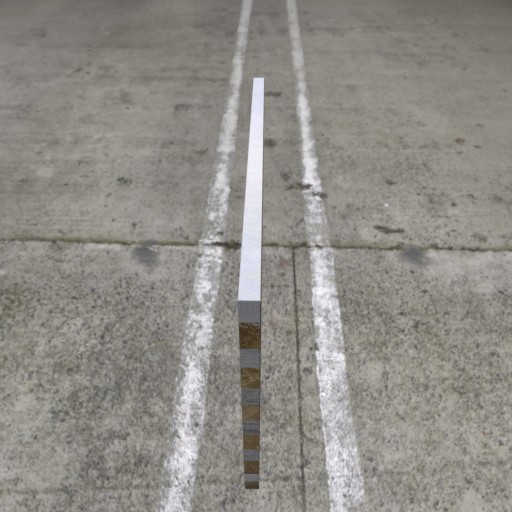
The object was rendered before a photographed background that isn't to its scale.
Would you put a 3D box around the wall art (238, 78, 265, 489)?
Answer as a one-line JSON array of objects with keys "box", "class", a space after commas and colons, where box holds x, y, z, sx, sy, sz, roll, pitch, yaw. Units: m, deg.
[{"box": [0.000, 0.000, 1.447, 0.041, 0.762, 1.145, 1, 40, 1], "class": "wall art"}]
